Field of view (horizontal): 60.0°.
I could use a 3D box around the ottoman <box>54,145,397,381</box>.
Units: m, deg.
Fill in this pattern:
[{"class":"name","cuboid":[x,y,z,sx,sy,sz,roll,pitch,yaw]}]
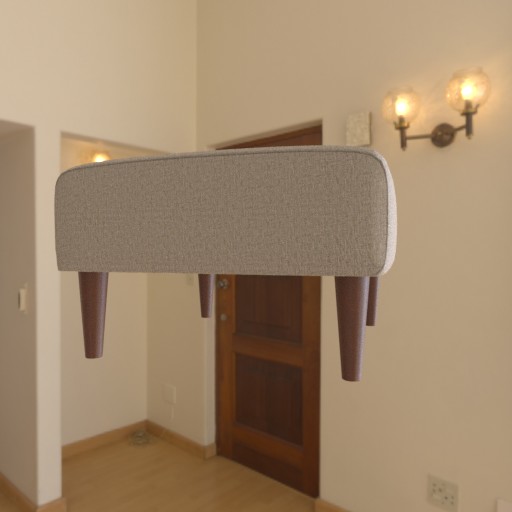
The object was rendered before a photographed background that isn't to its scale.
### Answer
[{"class":"ottoman","cuboid":[0.000,0.000,1.070,0.648,0.399,0.655,0,1,17]}]
